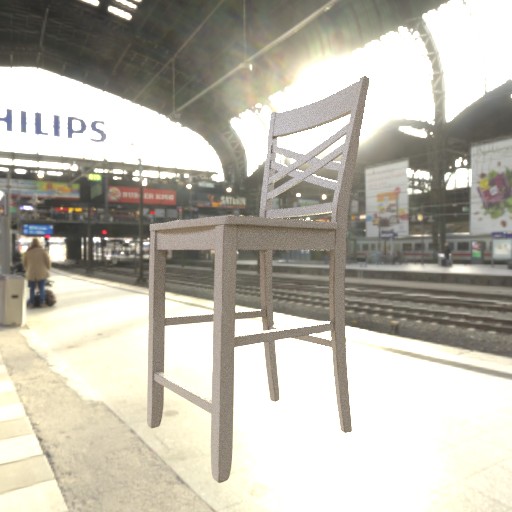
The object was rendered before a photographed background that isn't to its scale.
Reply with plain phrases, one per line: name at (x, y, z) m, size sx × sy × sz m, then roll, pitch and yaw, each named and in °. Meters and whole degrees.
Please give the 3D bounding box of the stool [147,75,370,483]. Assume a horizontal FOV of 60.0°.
stool at (0.000, 0.000, 1.369) m, size 0.539 × 1.079 × 0.462 m, roll 0°, pitch 1°, yaw -36°
